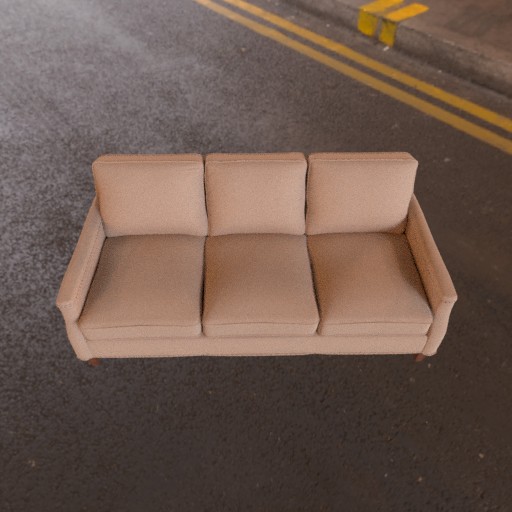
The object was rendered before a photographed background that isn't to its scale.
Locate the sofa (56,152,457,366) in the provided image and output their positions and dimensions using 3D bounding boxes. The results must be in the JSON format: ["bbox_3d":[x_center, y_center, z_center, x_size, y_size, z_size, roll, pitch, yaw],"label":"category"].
[{"bbox_3d":[0.000,0.000,2.855,2.246,1.003,1.084,-1,47,-1],"label":"sofa"}]
